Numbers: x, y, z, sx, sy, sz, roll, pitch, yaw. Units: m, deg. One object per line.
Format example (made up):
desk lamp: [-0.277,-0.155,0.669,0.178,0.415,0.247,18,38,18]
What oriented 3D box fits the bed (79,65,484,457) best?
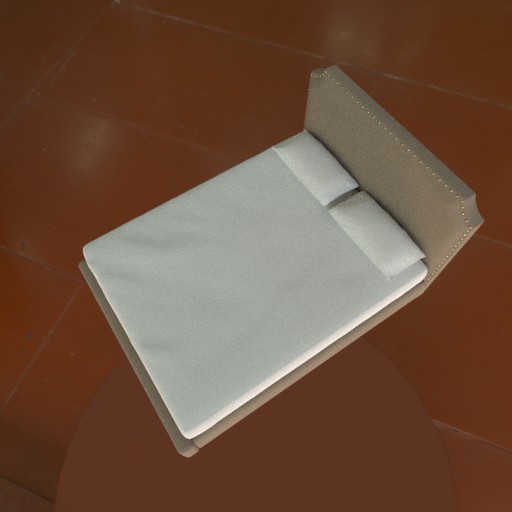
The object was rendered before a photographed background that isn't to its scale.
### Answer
bed: [0.000,0.000,3.316,2.329,1.415,1.703,-31,67,-15]
